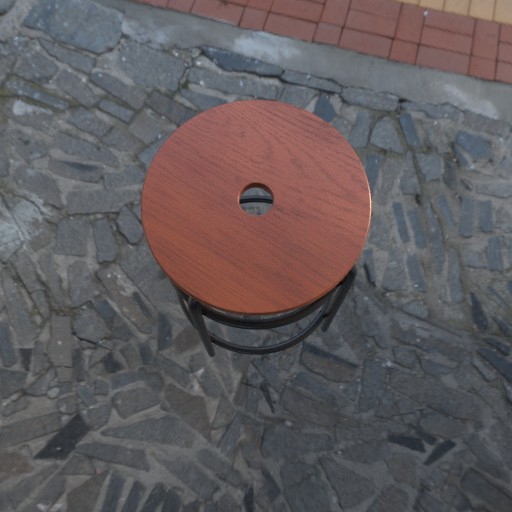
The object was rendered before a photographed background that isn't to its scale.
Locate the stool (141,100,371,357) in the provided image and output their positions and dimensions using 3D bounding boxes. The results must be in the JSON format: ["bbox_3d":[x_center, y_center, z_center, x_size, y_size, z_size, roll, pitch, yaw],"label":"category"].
[{"bbox_3d":[0.000,0.000,0.935,0.455,0.610,0.455,32,77,8],"label":"stool"}]
